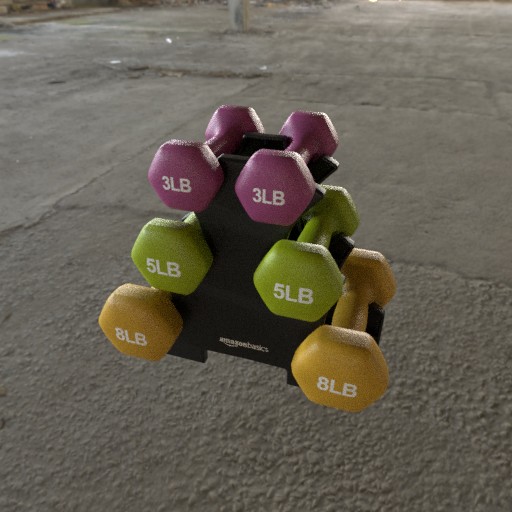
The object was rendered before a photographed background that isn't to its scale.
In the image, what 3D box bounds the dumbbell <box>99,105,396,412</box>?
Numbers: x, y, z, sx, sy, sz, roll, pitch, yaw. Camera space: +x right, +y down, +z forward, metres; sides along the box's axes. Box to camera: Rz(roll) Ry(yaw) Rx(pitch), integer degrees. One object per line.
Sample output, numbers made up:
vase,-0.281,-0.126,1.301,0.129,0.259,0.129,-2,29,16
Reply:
dumbbell,0.000,0.000,0.466,0.300,0.271,0.190,10,34,15
